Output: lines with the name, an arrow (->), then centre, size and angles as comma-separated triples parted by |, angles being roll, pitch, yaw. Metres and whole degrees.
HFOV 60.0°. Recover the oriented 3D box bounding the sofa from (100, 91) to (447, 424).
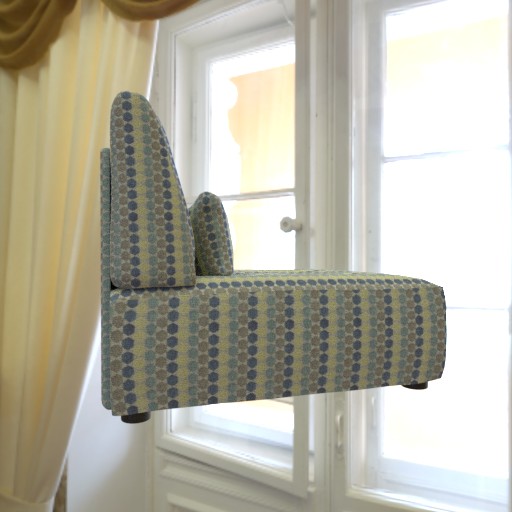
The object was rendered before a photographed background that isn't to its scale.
sofa -> 0.000, 0.000, 1.530 | 1.000, 0.820, 0.700 | 0, 0, -18
